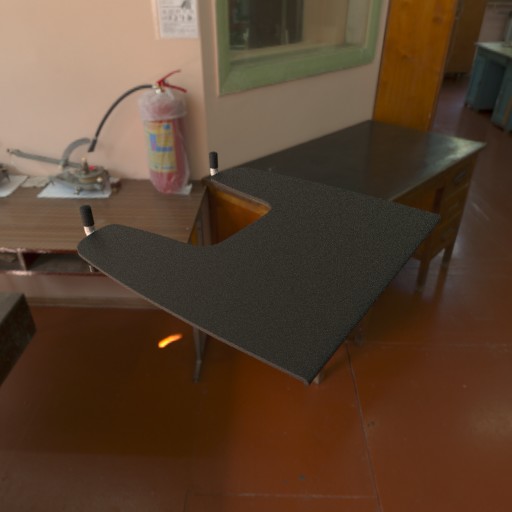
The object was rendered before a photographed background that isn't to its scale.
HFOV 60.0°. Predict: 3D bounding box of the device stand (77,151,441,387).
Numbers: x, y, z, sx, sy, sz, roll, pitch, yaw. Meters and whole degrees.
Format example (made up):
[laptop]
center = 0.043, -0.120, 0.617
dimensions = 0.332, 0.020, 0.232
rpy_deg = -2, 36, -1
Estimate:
[device stand]
center = 0.000, 0.000, 0.373
dimensions = 0.230, 0.092, 0.230
rpy_deg = 21, 38, 30
